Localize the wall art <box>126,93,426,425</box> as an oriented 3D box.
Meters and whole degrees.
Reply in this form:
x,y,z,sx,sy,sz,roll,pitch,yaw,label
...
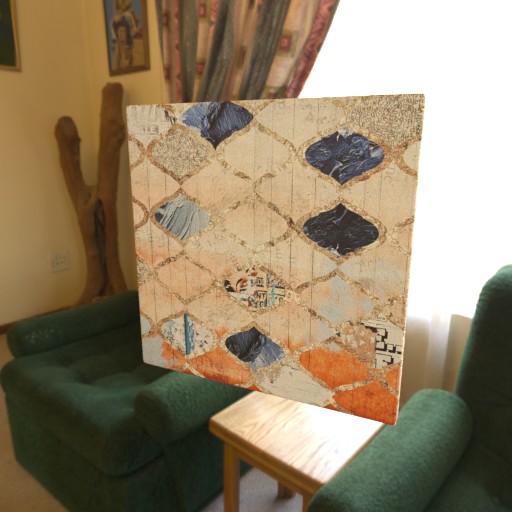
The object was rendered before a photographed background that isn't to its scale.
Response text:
x,y,z,sx,sy,sz,roll,pitch,yaw,label
0.000,0.000,1.376,0.912,0.914,0.039,7,16,24,wall art
